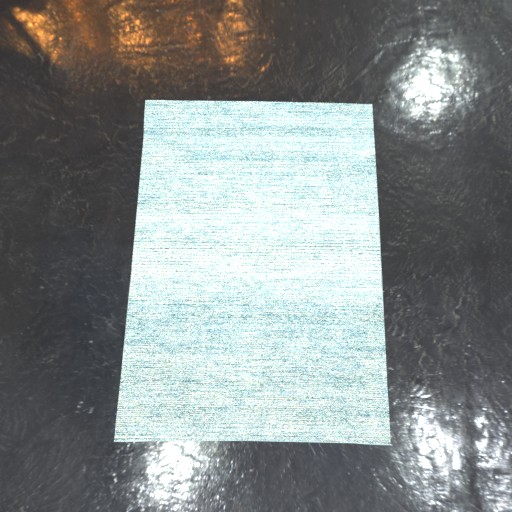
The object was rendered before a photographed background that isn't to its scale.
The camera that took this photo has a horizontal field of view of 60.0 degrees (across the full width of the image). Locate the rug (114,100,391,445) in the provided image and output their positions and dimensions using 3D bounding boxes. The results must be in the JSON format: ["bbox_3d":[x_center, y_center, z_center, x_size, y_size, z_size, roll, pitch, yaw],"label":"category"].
[{"bbox_3d":[0.000,0.000,2.850,1.611,0.026,2.260,1,76,0],"label":"rug"}]
